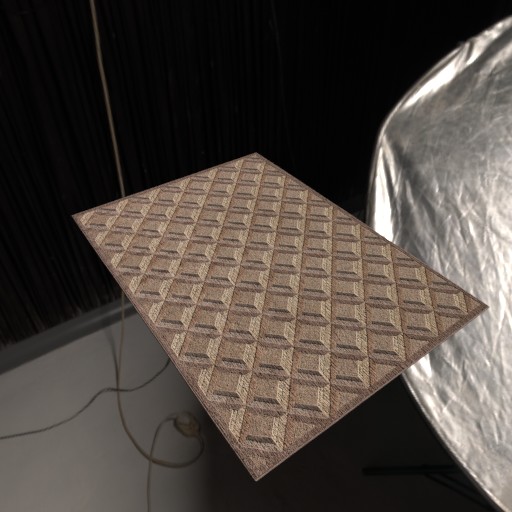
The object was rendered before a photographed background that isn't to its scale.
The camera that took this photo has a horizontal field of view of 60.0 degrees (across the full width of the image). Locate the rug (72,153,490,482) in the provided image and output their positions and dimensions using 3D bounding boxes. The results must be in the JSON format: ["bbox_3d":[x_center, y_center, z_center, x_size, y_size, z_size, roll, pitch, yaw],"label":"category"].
[{"bbox_3d":[0.000,0.000,4.132,2.382,0.018,3.294,-25,47,-26],"label":"rug"}]
